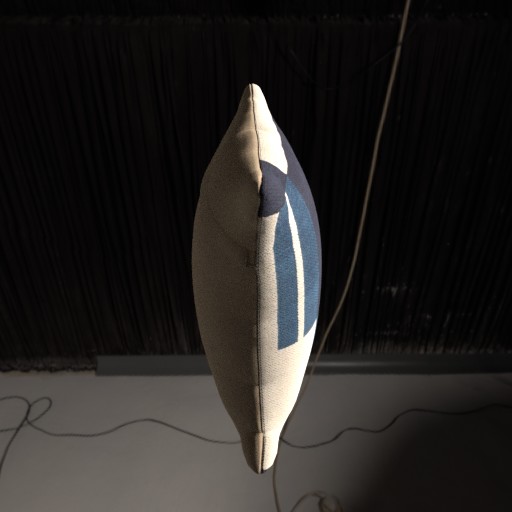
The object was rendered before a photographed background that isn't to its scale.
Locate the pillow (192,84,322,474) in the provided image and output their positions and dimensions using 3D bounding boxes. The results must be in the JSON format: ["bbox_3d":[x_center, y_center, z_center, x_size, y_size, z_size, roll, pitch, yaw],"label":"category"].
[{"bbox_3d":[0.000,0.000,0.806,0.229,0.506,0.536,-1,32,-1],"label":"pillow"}]
